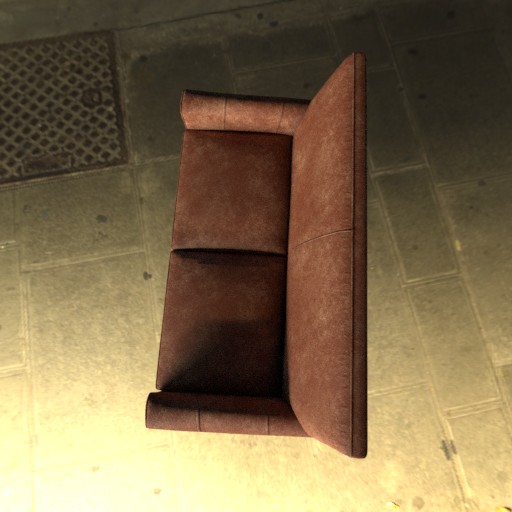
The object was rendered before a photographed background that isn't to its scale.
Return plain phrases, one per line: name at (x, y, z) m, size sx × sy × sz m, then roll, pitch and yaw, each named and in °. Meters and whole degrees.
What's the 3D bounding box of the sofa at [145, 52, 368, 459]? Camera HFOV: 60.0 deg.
sofa at (0.000, 0.000, 1.975) m, size 0.787 × 0.871 × 1.473 m, roll 3°, pitch 76°, yaw 1°
